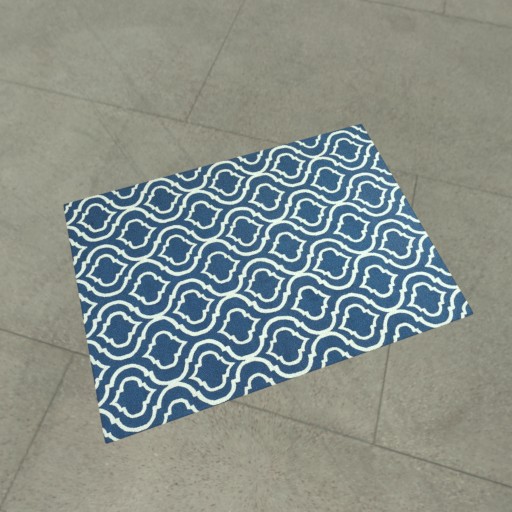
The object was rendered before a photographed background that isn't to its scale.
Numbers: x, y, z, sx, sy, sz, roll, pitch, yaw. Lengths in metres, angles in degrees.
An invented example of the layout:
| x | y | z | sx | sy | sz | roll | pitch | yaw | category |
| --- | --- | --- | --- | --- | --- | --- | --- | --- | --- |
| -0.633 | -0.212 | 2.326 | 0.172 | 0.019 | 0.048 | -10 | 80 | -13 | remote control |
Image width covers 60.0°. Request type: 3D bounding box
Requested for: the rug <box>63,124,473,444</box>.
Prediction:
| x | y | z | sx | sy | sz | roll | pitch | yaw | category |
| --- | --- | --- | --- | --- | --- | --- | --- | --- | --- |
| 0.000 | 0.000 | 2.719 | 2.134 | 0.010 | 1.524 | -17 | 65 | -8 | rug |
